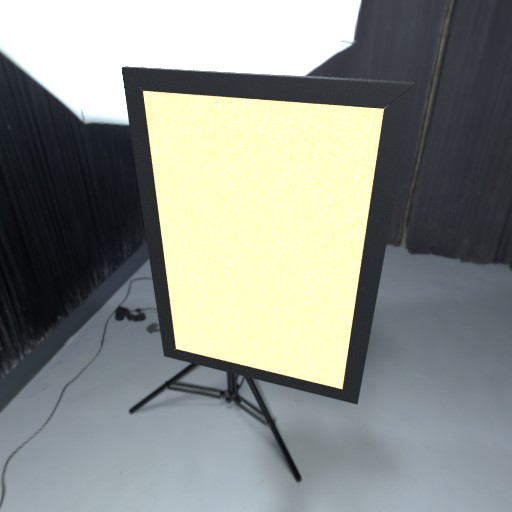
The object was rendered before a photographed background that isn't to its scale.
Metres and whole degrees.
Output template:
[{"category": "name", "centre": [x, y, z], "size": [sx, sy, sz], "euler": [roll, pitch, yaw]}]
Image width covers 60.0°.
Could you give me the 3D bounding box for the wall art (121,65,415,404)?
[{"category": "wall art", "centre": [0.000, 0.000, 0.595], "size": [0.326, 0.459, 0.011], "euler": [10, 33, 15]}]
